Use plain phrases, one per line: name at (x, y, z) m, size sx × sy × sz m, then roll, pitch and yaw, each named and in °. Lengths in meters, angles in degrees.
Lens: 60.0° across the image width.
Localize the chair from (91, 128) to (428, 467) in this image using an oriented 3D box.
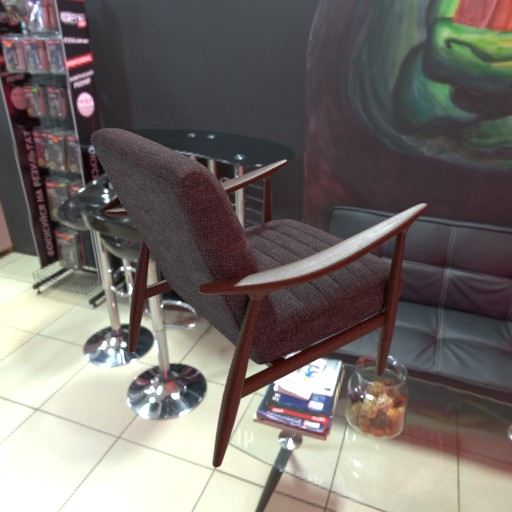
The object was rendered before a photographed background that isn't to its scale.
chair at (0.000, 0.000, 1.450) m, size 0.798 × 0.832 × 0.741 m, roll -18°, pitch 31°, yaw -32°
